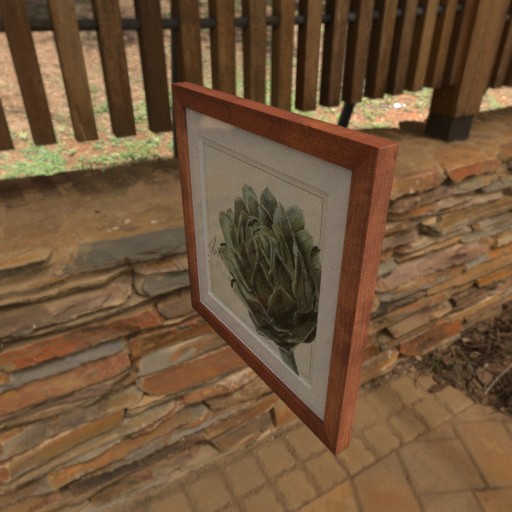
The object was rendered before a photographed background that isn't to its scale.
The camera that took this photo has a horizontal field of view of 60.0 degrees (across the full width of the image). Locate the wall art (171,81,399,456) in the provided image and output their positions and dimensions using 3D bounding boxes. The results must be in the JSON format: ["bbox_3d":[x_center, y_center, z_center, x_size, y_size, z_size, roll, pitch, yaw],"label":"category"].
[{"bbox_3d":[0.000,0.000,0.871,0.037,0.572,0.554,-20,36,-30],"label":"wall art"}]
